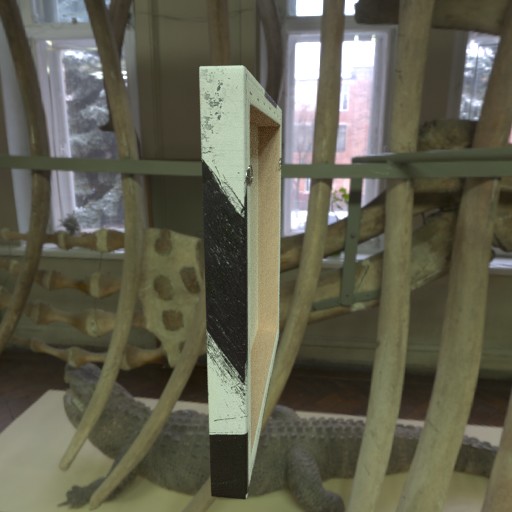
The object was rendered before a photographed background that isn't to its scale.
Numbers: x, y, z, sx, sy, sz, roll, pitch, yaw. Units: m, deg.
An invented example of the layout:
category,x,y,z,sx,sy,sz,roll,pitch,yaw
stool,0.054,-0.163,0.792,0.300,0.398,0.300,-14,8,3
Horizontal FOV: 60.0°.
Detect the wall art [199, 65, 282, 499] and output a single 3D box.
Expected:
category,x,y,z,sx,sy,sz,roll,pitch,yaw
wall art,0.000,0.000,0.740,0.050,0.508,0.507,2,14,7
